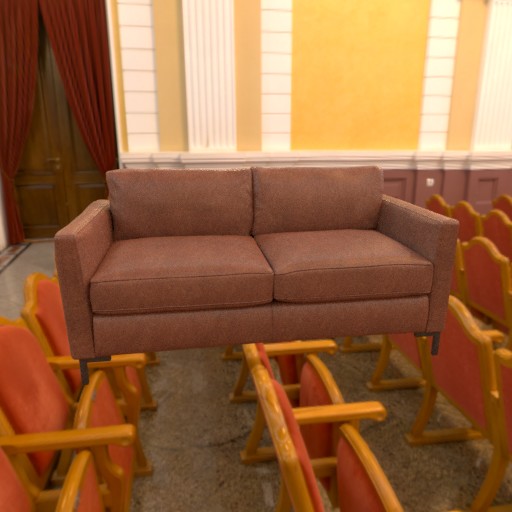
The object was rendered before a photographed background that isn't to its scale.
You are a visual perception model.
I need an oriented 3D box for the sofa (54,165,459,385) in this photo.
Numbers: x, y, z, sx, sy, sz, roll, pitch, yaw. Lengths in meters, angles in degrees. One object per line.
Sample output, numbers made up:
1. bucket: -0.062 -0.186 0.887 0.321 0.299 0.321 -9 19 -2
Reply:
1. sofa: 0.000 0.000 2.334 1.797 0.883 0.899 -3 17 -9
